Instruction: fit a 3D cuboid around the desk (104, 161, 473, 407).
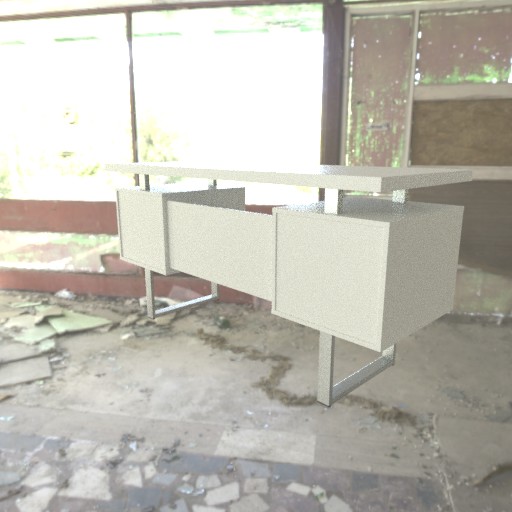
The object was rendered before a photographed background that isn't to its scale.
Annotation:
[{"bbox_3d":[0.000,0.000,1.941,0.603,0.773,1.530,-13,19,-43],"label":"desk"}]
